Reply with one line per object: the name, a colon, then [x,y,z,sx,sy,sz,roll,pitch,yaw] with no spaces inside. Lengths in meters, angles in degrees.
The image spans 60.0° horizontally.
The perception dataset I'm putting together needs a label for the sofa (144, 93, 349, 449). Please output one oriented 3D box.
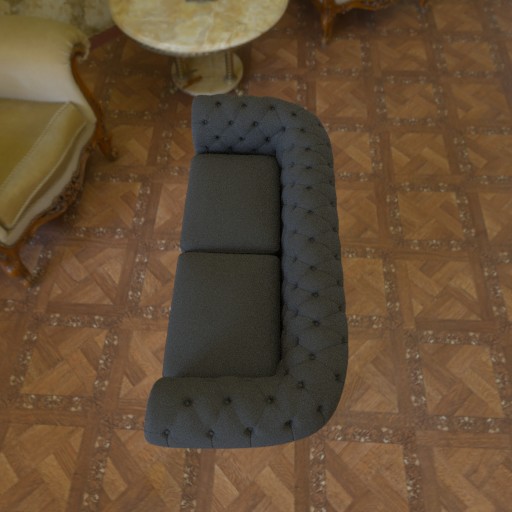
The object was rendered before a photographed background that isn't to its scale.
sofa: [0.000,0.000,2.844,0.991,0.762,2.362,1,59,1]
